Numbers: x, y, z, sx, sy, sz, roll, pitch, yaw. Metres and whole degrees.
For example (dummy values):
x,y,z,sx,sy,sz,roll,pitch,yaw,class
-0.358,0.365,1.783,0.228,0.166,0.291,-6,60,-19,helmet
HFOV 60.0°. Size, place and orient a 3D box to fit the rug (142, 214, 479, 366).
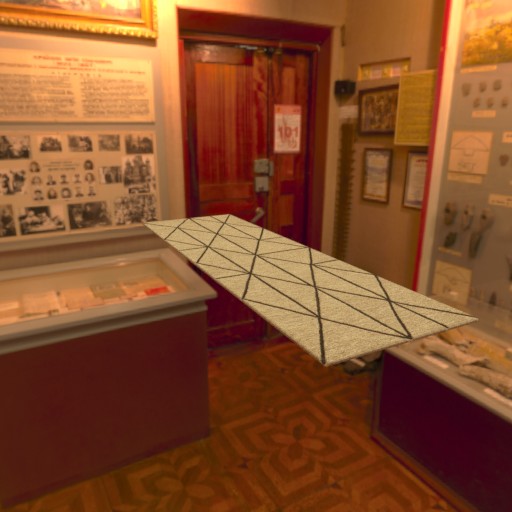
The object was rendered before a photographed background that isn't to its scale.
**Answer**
x,y,z,sx,sy,sz,roll,pitch,yaw,class
0.000,0.000,2.652,0.762,0.012,2.438,-9,19,-26,rug
